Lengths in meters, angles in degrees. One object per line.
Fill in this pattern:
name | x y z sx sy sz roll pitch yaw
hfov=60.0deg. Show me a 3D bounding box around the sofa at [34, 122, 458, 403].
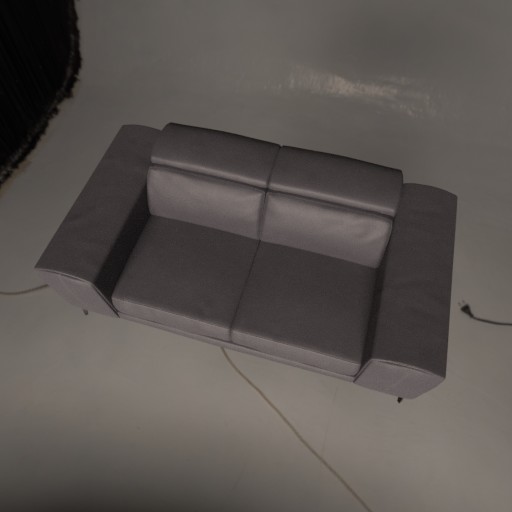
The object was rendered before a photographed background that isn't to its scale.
sofa | 0.000 0.000 2.352 1.895 0.779 1.003 14 60 8
